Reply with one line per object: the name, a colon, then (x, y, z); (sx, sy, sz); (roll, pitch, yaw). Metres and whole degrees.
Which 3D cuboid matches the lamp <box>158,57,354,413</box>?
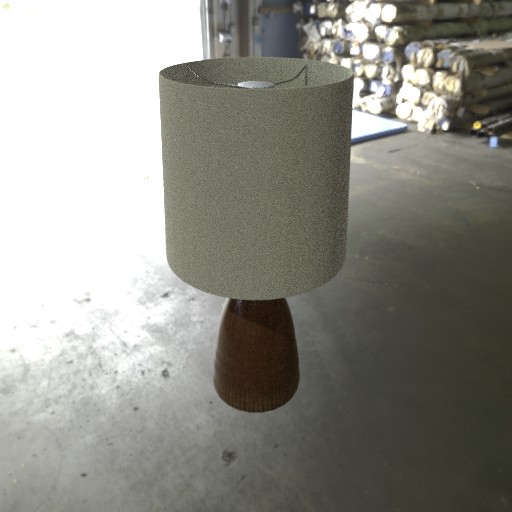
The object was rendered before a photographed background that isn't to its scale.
lamp: (0.000, 0.000, 0.472); (0.186, 0.369, 0.186); (0, 31, 0)
